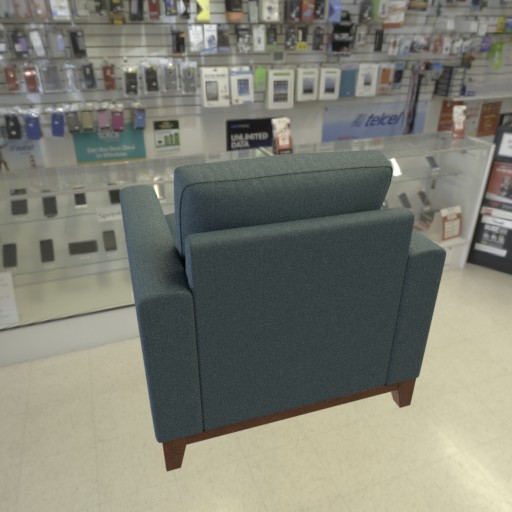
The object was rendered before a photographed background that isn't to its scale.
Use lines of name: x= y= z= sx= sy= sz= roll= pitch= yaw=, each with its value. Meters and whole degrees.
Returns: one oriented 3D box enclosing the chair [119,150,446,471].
chair: x=0.000 y=0.000 z=1.866 sx=1.024 sy=1.010 sz=1.038 roll=-9 pitch=29 yaw=-16
